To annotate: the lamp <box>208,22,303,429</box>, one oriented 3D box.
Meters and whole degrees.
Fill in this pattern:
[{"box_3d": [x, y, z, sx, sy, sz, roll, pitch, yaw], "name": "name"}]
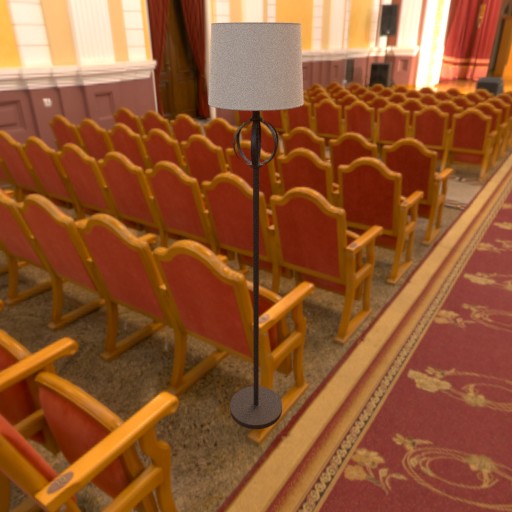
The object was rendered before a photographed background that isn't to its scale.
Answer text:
[{"box_3d": [0.000, 0.000, 1.574, 0.286, 1.462, 0.286, 17, 31, 31], "name": "lamp"}]
